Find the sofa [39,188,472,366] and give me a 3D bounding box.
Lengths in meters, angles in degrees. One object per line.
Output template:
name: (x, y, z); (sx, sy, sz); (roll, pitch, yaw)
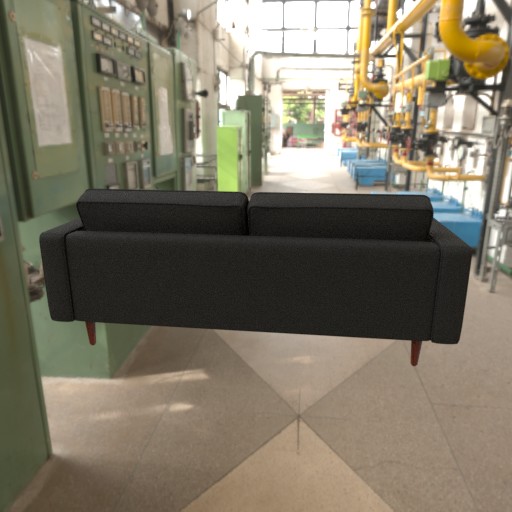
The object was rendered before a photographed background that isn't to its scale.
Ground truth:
sofa: (0.000, 0.000, 2.360); (1.875, 0.759, 0.914); (2, 17, 7)
